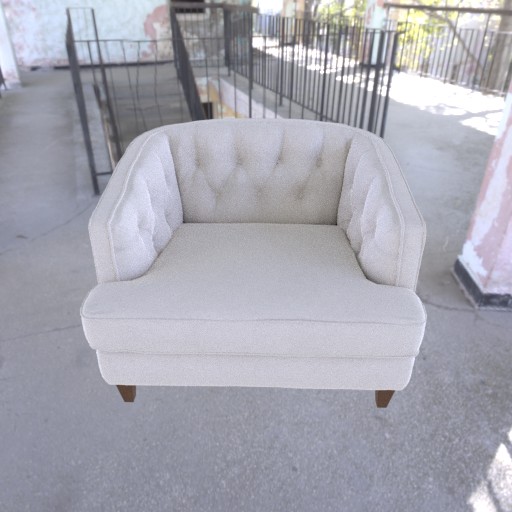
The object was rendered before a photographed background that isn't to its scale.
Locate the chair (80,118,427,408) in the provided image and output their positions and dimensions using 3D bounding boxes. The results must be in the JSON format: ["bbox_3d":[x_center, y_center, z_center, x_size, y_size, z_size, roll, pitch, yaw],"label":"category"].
[{"bbox_3d":[0.000,0.000,1.751,1.104,0.852,0.941,1,31,1],"label":"chair"}]
